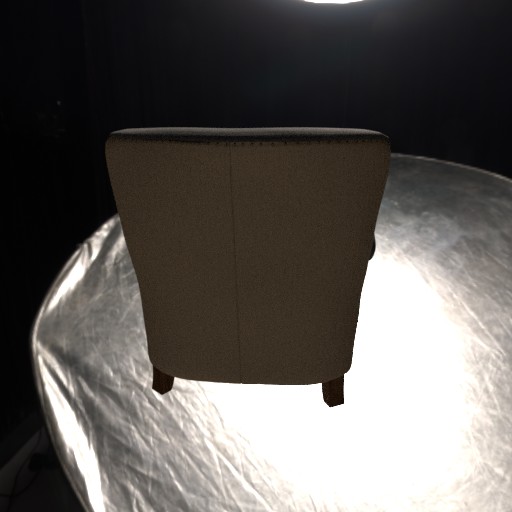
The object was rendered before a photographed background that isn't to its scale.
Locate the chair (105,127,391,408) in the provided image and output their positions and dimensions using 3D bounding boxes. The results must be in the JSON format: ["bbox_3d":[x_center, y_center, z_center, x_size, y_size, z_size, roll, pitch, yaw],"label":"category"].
[{"bbox_3d":[0.000,0.000,1.678,0.861,0.936,0.921,2,17,8],"label":"chair"}]
